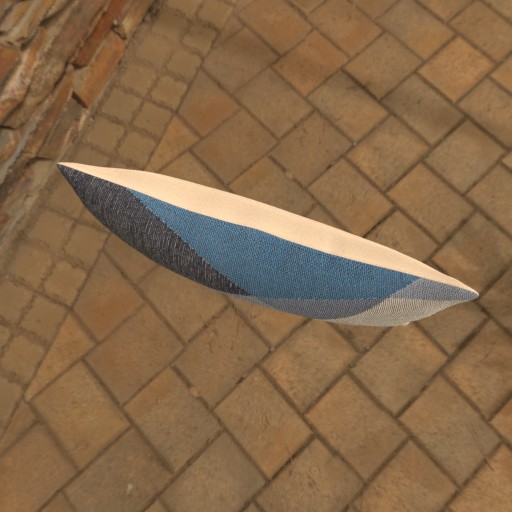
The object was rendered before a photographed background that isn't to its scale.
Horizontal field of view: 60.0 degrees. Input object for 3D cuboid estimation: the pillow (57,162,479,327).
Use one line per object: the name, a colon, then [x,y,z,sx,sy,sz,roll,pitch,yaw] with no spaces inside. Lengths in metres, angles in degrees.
pillow: [0.000,0.000,0.731,0.604,0.307,0.148,18,75,5]
